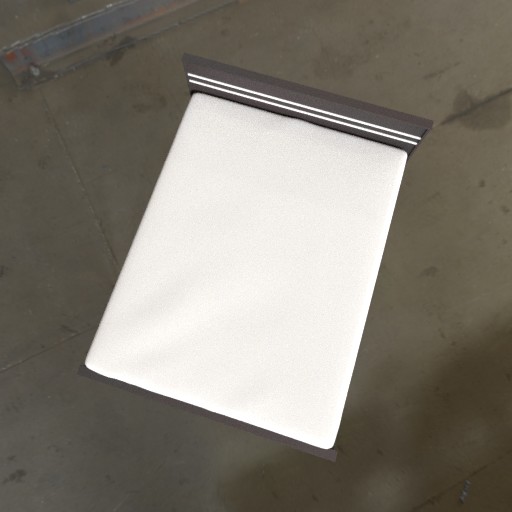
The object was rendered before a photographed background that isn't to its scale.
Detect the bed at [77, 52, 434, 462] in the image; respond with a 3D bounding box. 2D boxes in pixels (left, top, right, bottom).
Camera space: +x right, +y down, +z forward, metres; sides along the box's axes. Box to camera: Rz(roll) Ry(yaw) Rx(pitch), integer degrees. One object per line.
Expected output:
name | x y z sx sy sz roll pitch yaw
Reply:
bed | 0.000 0.000 2.930 1.634 0.808 2.103 17 76 4
